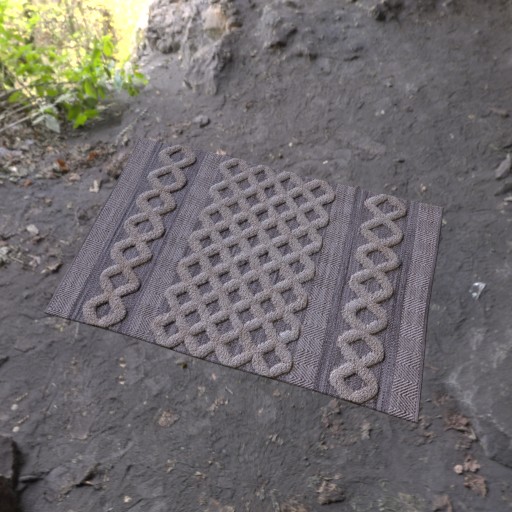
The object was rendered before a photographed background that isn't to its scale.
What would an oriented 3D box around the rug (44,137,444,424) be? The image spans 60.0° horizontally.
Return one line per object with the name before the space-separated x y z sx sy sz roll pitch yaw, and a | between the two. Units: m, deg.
rug | 0.000 0.000 2.954 2.333 0.033 1.513 15 64 7
